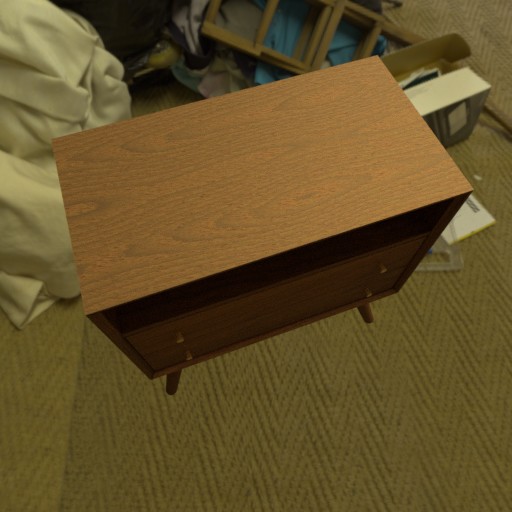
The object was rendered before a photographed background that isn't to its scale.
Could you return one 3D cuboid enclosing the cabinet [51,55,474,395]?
[{"bbox_3d":[0.000,0.000,1.165,0.712,0.748,0.388,-18,64,-9],"label":"cabinet"}]
